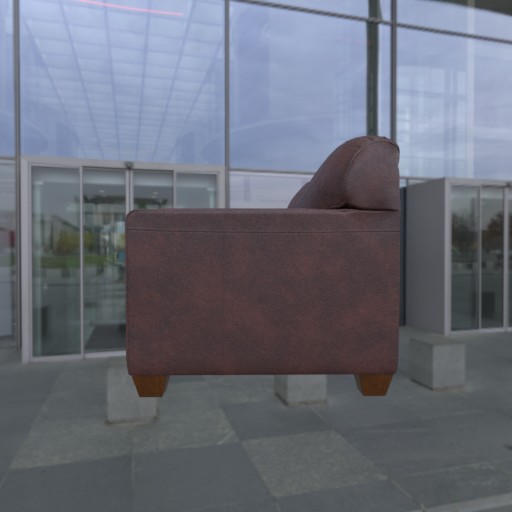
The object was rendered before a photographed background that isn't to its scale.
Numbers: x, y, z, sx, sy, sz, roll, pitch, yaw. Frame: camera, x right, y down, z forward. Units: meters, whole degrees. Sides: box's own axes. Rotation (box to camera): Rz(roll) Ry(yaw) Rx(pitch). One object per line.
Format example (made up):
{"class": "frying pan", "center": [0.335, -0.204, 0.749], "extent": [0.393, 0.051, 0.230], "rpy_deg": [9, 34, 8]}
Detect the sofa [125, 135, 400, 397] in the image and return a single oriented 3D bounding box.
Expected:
{"class": "sofa", "center": [0.000, 0.000, 2.431], "extent": [1.000, 0.966, 1.856], "rpy_deg": [0, 1, -1]}
